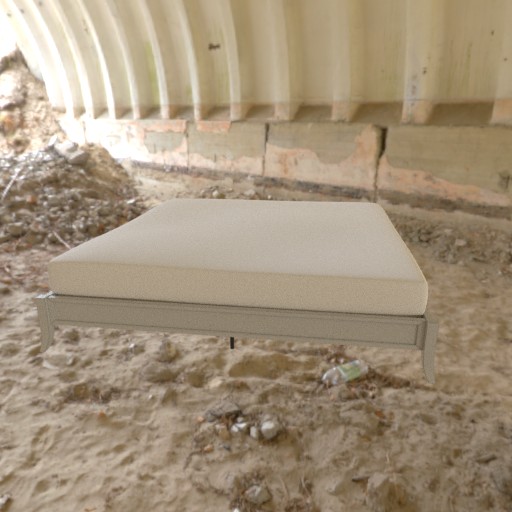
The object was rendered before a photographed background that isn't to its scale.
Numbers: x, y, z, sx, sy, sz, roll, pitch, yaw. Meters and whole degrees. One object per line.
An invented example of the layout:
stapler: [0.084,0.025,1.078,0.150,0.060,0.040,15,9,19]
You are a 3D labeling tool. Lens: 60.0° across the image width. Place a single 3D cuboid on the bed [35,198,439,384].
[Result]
bed: [0.000,0.000,3.126,2.007,0.510,2.108,3,17,8]
